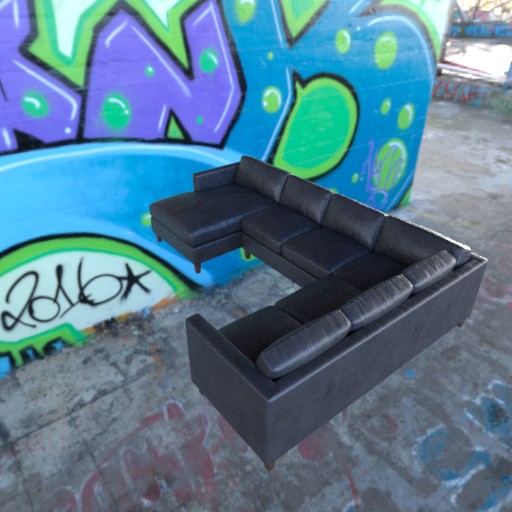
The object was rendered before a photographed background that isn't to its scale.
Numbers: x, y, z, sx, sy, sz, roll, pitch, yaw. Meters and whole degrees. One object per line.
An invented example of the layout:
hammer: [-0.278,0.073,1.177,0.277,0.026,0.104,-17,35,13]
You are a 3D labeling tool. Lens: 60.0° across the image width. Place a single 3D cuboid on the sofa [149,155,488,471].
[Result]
sofa: [0.000,0.000,4.396,2.452,0.891,3.324,-22,38,-32]
